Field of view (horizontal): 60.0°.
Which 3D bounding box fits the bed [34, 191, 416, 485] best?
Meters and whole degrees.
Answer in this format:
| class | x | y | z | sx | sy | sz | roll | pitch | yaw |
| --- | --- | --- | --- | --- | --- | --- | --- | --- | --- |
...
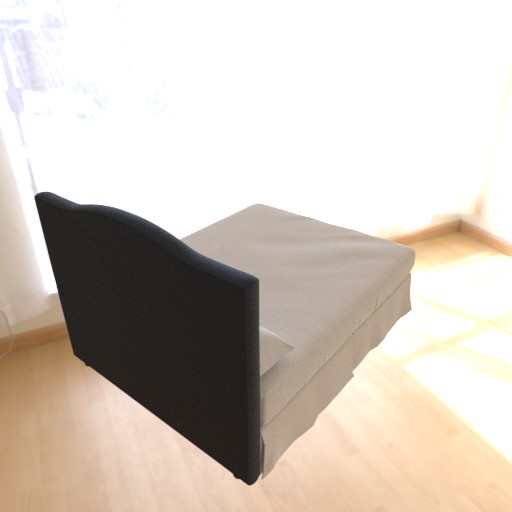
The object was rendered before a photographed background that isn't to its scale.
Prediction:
| class | x | y | z | sx | sy | sz | roll | pitch | yaw |
| --- | --- | --- | --- | --- | --- | --- | --- | --- | --- |
| bed | 0.000 | 0.000 | 3.351 | 1.821 | 1.436 | 2.282 | 21 | 35 | 33 |
